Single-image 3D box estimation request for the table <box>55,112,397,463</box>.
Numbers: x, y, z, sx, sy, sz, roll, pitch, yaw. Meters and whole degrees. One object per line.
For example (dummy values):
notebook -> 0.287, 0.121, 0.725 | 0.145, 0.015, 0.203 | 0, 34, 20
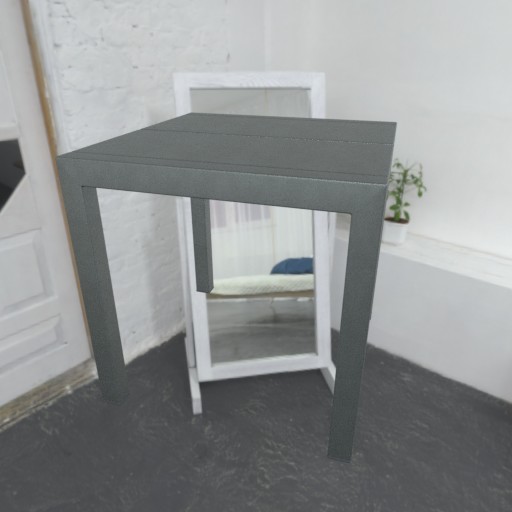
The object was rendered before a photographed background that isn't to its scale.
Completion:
table -> 0.000, 0.000, 0.956 | 0.508, 0.508, 0.508 | 8, 27, 16
